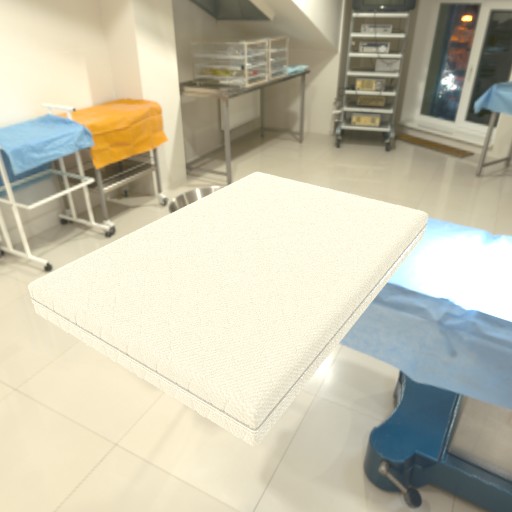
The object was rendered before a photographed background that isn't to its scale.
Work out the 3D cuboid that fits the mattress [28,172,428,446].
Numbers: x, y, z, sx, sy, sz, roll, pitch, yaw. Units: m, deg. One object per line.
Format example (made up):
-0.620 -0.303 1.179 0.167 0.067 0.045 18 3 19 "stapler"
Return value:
0.000 0.000 2.601 1.400 0.200 2.000 20 36 30 "mattress"
